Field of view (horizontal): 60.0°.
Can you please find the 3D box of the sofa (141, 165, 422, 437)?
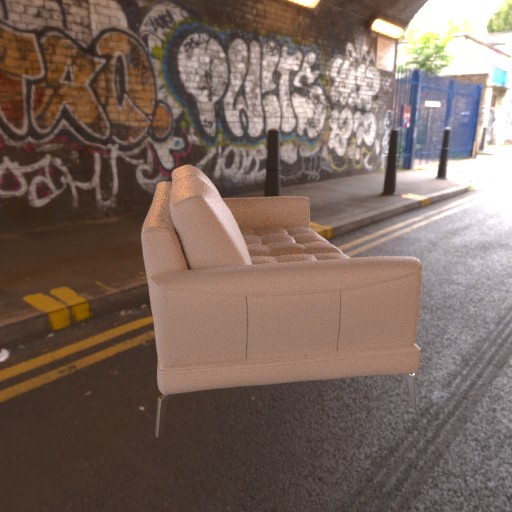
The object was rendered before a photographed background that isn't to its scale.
[{"bbox_3d":[0.000,0.000,2.519,1.121,0.930,1.819,-3,17,-9],"label":"sofa"}]
